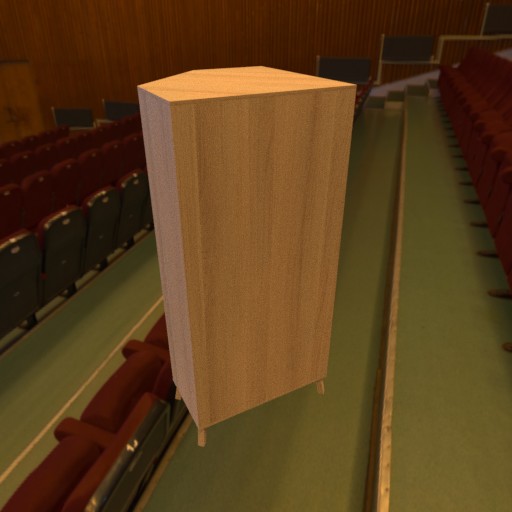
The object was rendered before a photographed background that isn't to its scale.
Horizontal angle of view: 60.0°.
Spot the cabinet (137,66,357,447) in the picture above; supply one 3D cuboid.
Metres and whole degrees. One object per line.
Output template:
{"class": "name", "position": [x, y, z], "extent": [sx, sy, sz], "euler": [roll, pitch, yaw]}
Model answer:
{"class": "cabinet", "position": [0.000, 0.000, 2.640], "extent": [0.969, 1.957, 1.272], "euler": [8, 30, 14]}
